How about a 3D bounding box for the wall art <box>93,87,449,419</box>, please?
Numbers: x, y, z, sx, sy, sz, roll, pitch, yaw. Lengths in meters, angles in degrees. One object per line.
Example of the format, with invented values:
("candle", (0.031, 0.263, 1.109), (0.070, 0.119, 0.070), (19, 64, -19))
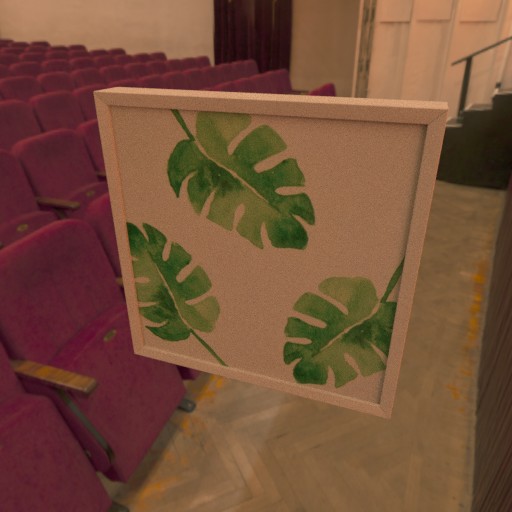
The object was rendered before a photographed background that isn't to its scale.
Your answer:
("wall art", (0.000, 0.000, 0.446), (0.305, 0.305, 0.038), (9, 28, 18))
